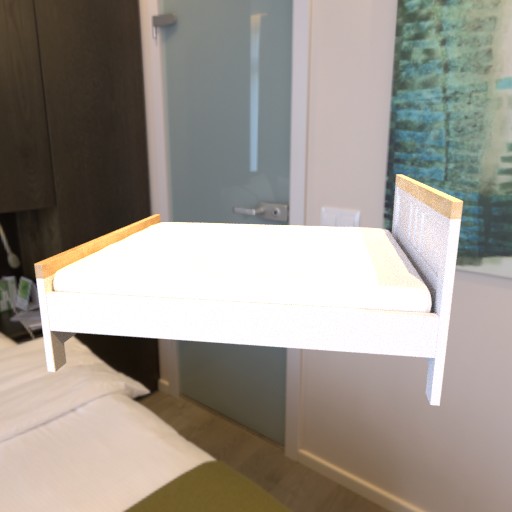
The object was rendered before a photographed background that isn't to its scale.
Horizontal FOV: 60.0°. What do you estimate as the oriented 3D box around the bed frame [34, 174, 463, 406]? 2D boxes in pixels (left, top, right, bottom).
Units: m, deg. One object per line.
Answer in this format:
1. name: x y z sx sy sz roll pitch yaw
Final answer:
1. bed frame: 0.000 0.000 2.954 2.050 0.980 1.670 2 14 9
